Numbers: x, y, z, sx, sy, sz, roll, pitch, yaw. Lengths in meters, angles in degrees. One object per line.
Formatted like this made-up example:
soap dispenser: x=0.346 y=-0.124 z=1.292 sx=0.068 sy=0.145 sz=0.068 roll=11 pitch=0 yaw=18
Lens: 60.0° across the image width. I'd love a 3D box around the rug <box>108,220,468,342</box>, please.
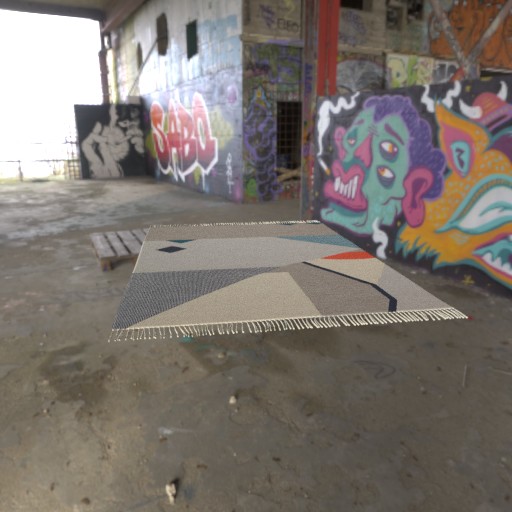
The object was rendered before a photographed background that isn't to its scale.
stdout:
rug: x=0.000 y=0.000 z=2.321 sx=1.220 sy=0.005 sz=1.828 roll=-2 pitch=16 yaw=-9
